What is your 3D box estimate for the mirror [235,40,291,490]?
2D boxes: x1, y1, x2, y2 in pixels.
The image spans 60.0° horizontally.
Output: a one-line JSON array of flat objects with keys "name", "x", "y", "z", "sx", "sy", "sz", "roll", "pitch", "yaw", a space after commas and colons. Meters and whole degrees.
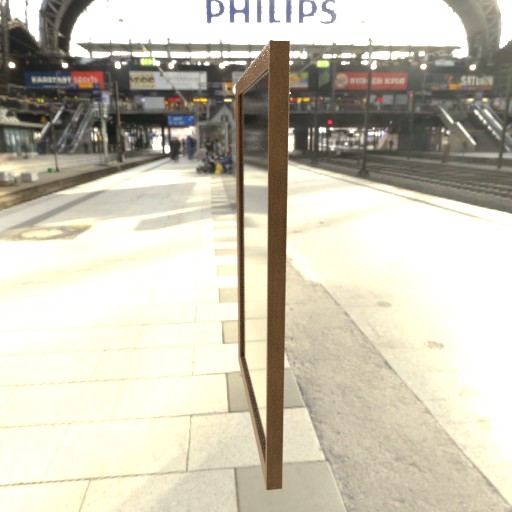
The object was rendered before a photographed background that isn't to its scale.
[{"name": "mirror", "x": 0.000, "y": 0.000, "z": 1.161, "sx": 0.040, "sy": 0.915, "sz": 0.609, "roll": -2, "pitch": 15, "yaw": -8}]
